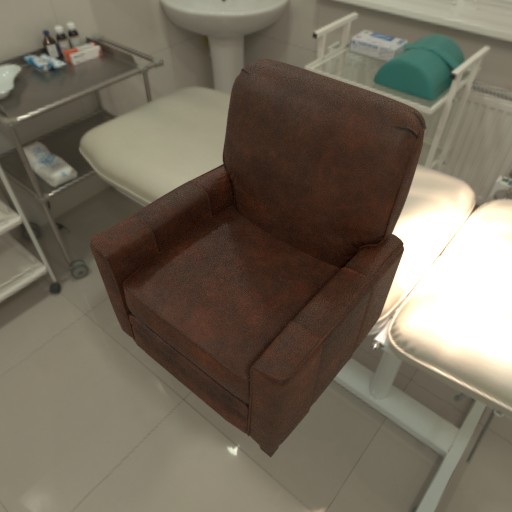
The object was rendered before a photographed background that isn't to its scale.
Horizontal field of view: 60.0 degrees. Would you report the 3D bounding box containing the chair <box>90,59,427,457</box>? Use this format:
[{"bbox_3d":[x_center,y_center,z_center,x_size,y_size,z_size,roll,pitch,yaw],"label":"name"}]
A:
[{"bbox_3d":[0.000,0.000,1.602,0.843,1.043,0.836,31,53,26],"label":"chair"}]
